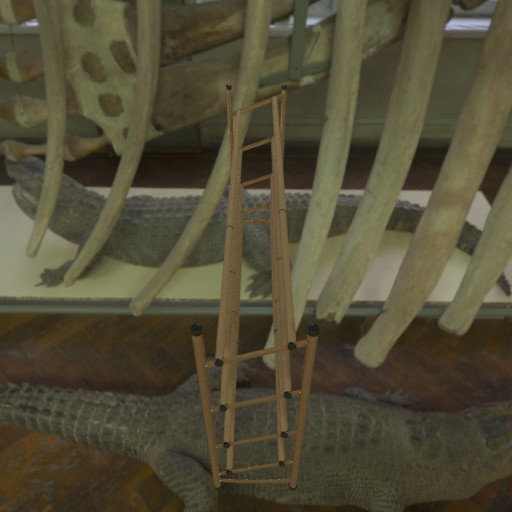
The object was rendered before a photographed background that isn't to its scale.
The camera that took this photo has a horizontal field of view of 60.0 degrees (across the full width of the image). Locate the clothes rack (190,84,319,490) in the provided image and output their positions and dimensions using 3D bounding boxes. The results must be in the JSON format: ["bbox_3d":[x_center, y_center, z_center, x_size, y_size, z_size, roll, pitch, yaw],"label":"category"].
[{"bbox_3d":[0.000,0.000,1.423,0.229,0.672,1.168,0,41,0],"label":"clothes rack"}]
